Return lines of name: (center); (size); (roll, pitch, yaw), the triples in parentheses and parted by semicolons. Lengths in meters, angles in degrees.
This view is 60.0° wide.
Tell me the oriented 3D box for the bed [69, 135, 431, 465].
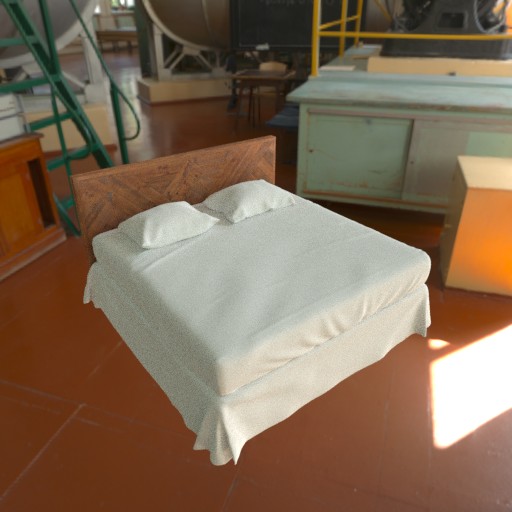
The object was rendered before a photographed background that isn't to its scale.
bed: (0.000, 0.000, 3.509); (2.255, 1.158, 2.165); (-21, 36, -32)
